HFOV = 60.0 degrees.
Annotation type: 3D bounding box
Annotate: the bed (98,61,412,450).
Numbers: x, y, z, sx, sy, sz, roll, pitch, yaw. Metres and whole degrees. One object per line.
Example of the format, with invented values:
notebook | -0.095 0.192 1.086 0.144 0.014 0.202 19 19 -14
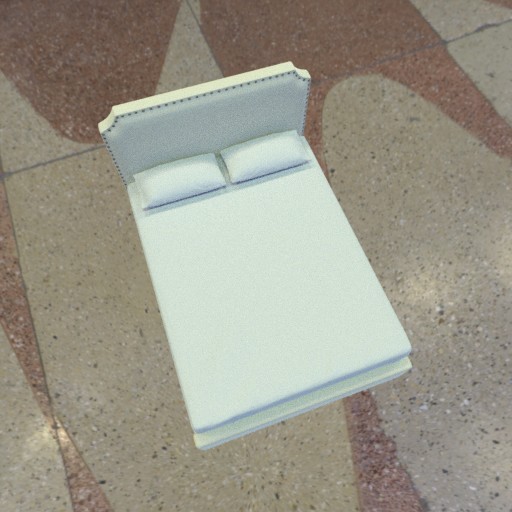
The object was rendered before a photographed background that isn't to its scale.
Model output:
bed | 0.000 0.000 3.471 1.703 1.415 2.329 -18 66 -8
